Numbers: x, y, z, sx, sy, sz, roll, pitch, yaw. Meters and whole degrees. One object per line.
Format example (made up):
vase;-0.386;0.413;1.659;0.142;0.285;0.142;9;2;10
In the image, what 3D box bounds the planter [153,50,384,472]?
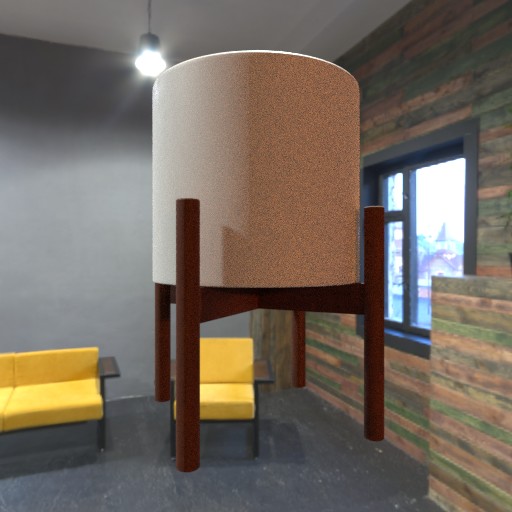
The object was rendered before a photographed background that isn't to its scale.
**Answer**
planter;0.000;0.000;0.493;0.224;0.358;0.224;0;0;-19
